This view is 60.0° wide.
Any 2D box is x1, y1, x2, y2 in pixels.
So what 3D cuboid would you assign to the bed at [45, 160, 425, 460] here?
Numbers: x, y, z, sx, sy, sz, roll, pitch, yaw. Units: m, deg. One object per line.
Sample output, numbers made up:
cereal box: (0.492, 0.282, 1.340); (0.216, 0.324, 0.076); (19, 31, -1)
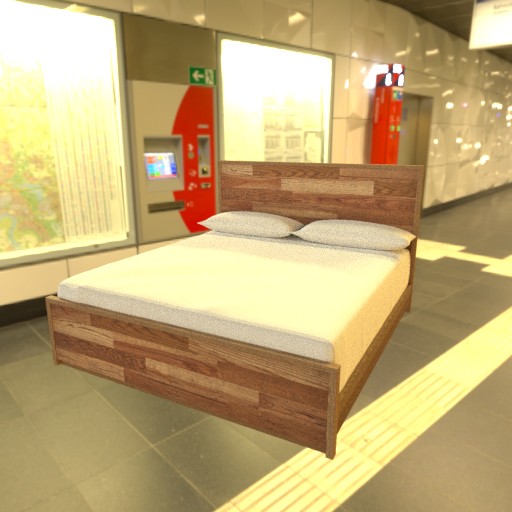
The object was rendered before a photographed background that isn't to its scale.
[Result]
bed: (0.000, 0.000, 3.379); (2.013, 1.295, 2.184); (8, 17, 27)
